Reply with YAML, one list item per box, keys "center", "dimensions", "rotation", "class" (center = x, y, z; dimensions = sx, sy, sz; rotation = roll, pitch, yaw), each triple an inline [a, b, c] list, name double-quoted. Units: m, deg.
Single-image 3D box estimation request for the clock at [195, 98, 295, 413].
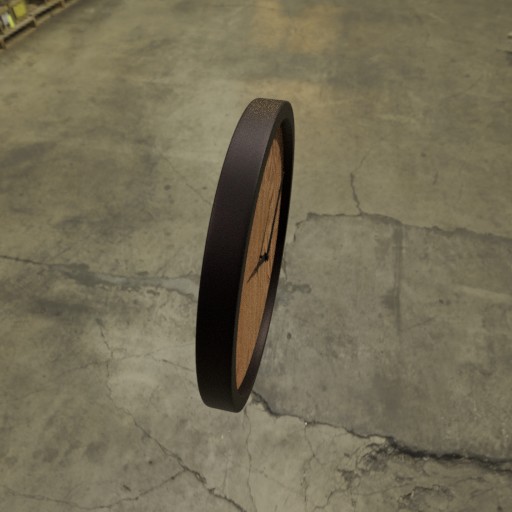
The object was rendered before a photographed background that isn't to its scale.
- center: [0.000, 0.000, 0.467]
  dimensions: [0.029, 0.314, 0.314]
  rotation: [9, 48, 8]
  class: "clock"
